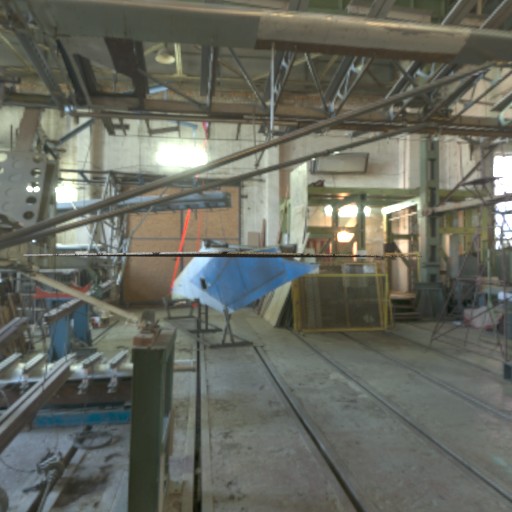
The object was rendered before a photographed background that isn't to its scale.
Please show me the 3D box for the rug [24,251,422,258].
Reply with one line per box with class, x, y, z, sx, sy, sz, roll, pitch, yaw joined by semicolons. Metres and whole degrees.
rug;0.000;0.000;3.093;1.526;0.008;2.465;0;-1;37
